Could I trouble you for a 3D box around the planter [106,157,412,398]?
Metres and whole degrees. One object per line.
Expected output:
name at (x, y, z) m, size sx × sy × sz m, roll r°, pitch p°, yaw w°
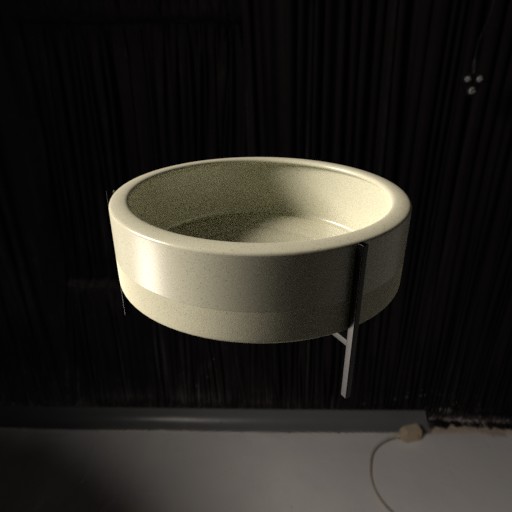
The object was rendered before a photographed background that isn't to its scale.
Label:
planter at (0.000, 0.000, 0.548) m, size 0.345 × 0.171 × 0.336 m, roll 0°, pitch 26°, yaw 0°
